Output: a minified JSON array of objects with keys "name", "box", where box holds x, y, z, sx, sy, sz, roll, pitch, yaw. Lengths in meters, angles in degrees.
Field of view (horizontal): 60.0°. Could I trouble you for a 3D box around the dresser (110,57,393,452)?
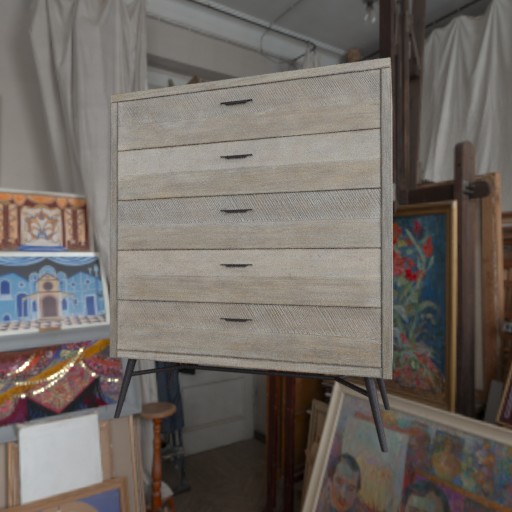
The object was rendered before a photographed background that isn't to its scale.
[{"name":"dresser","box":[0.000,0.000,1.725,1.016,1.219,0.457,0,-1,18]}]
